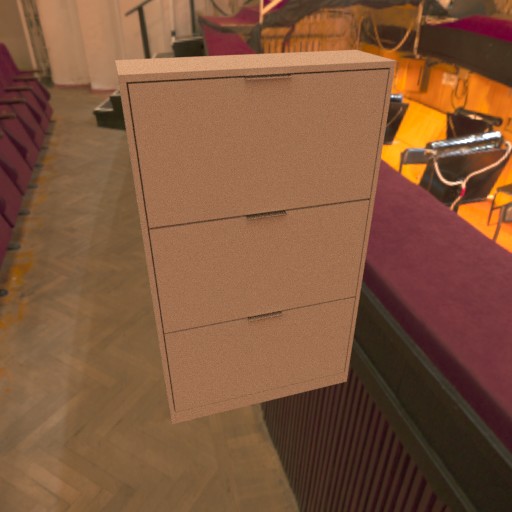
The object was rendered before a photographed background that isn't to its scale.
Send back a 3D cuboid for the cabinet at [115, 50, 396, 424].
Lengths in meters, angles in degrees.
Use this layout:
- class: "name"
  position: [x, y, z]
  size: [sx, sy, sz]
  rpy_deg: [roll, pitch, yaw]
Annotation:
- class: "cabinet"
  position: [0.000, 0.000, 1.572]
  size: [0.750, 1.280, 0.250]
  rpy_deg: [-9, 33, -14]
